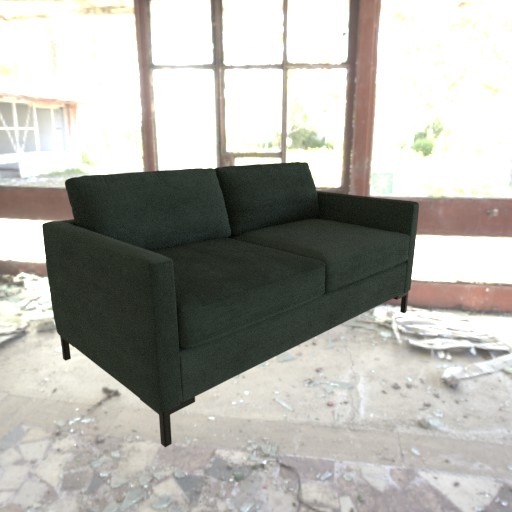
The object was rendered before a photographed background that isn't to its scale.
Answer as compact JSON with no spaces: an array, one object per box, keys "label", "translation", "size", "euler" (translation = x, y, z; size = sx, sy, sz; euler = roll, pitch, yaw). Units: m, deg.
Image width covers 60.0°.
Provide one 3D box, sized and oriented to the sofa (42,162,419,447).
[{"label":"sofa","translation":[0.000,0.000,2.141],"size":[1.676,0.817,0.875],"euler":[-15,21,-42]}]
